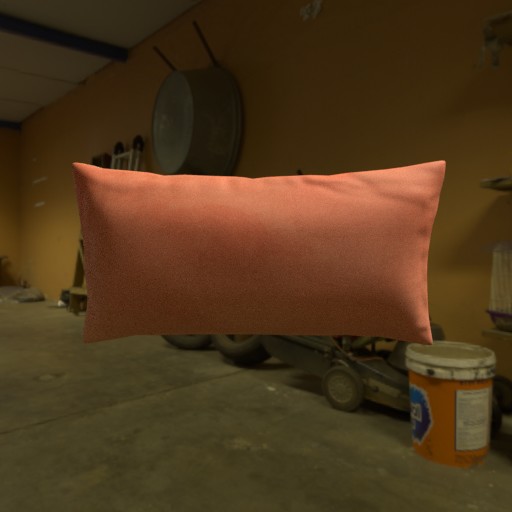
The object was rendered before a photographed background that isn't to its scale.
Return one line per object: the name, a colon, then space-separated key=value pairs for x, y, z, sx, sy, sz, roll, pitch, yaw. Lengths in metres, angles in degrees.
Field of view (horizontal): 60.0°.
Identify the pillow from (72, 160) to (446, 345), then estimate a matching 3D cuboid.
pillow: x=0.000 y=0.000 z=0.745 sx=0.608 sy=0.307 sz=0.155 roll=0 pitch=1 yaw=2
